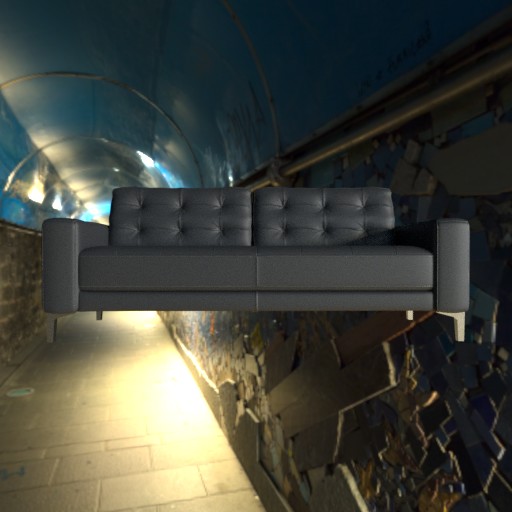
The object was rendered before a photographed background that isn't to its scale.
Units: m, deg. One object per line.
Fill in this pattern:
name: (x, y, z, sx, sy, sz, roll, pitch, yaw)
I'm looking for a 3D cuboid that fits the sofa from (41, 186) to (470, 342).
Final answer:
sofa: (0.000, 0.000, 2.713, 2.275, 0.893, 0.833, 0, 1, -1)
